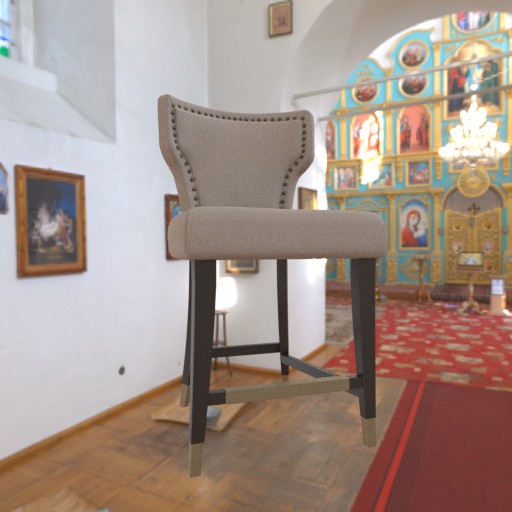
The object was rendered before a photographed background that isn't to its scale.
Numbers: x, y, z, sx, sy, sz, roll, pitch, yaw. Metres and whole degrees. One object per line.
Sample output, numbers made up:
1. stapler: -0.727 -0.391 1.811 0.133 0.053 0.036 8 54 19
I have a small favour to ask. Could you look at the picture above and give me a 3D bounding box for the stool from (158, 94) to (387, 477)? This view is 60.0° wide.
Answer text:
1. stool: 0.000 0.000 1.297 0.527 0.982 0.563 0 1 -19
